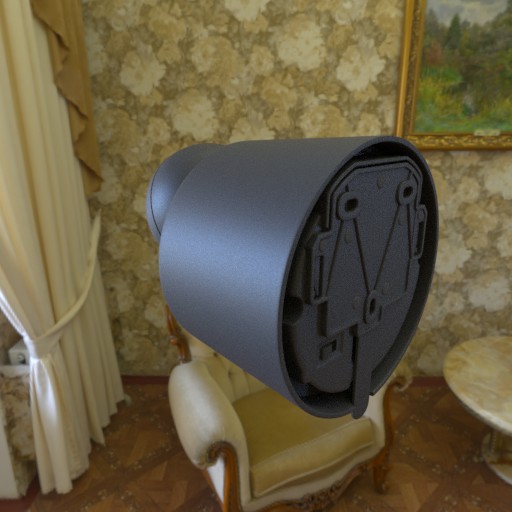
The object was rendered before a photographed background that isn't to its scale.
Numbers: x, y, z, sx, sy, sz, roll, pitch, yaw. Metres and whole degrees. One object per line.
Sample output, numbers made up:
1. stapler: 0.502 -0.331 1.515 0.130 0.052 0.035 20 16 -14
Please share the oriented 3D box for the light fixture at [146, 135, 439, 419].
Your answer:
1. light fixture: 0.000 0.000 0.264 0.134 0.143 0.160 -16 24 -42
